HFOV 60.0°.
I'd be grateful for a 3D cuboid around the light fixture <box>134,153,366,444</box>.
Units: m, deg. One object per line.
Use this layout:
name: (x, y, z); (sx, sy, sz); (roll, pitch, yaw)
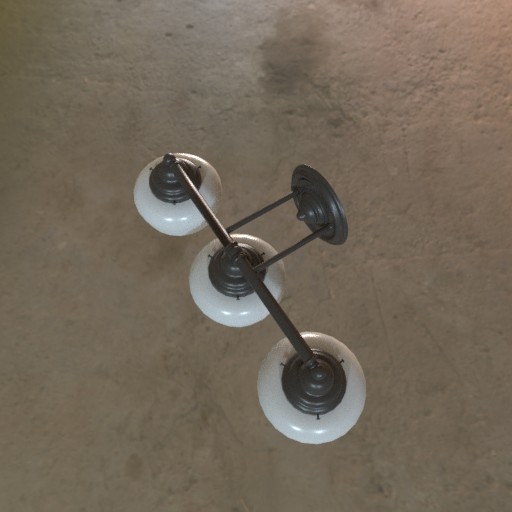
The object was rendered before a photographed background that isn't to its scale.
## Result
light fixture: (0.000, 0.000, 0.721); (0.239, 0.242, 0.587); (-30, 67, -14)
